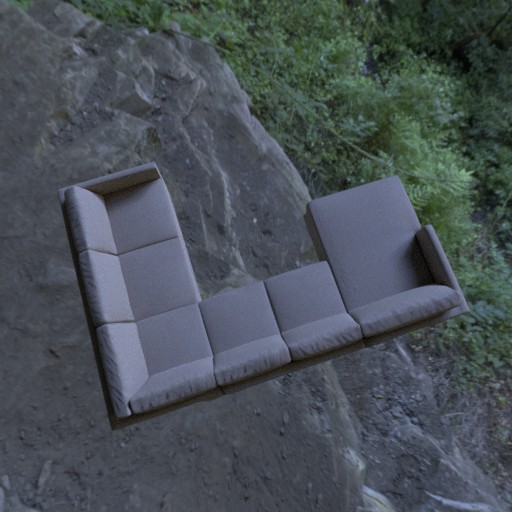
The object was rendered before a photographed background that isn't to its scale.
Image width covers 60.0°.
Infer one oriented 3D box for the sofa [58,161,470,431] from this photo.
[{"bbox_3d":[0.000,0.000,4.569,3.528,0.878,2.476,-17,76,-4],"label":"sofa"}]
